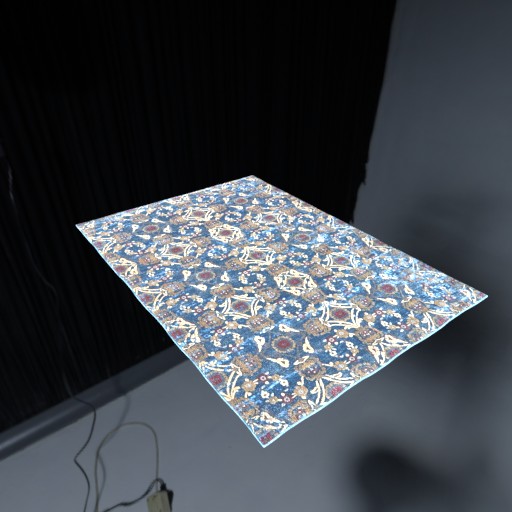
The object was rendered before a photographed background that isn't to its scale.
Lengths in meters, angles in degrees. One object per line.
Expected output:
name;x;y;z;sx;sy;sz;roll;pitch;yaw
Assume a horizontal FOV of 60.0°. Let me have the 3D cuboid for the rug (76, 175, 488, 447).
rug;0.000;0.000;2.810;1.567;0.014;2.207;-22;38;-30
